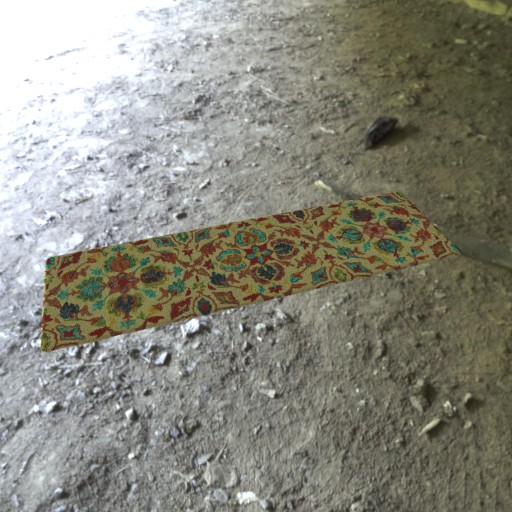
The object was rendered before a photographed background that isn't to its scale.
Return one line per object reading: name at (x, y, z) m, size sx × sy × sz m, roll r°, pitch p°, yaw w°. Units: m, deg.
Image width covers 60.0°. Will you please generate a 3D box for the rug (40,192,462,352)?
rug at (0.000, 0.000, 2.518) m, size 2.273 × 0.016 × 0.693 m, roll -12°, pitch 42°, yaw -13°
